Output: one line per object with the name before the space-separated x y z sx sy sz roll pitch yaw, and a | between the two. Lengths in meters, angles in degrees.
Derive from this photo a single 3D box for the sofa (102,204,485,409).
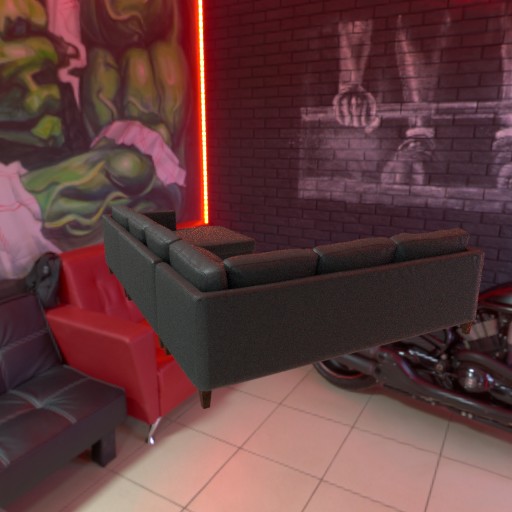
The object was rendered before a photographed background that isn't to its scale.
sofa | 0.000 0.000 4.660 2.593 0.923 3.460 -7 16 -26
